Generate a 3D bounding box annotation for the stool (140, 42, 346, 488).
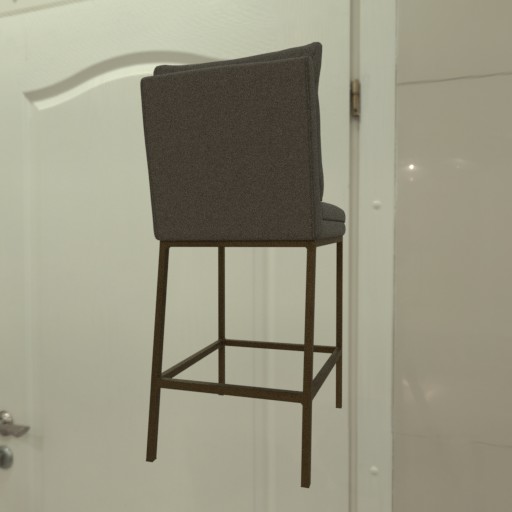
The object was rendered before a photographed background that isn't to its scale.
[{"bbox_3d":[0.000,0.000,1.301,0.463,1.030,0.569,0,2,17],"label":"stool"}]
